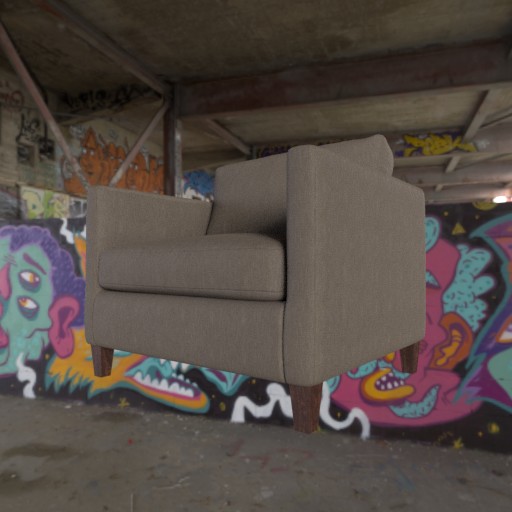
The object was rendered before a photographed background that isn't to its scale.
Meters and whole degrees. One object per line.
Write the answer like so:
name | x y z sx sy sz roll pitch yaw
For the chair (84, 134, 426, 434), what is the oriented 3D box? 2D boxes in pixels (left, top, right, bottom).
chair | 0.000 0.000 1.817 1.107 0.963 0.959 -1 -1 38
